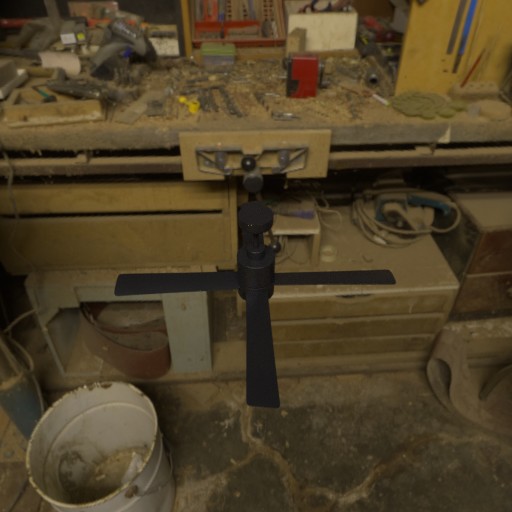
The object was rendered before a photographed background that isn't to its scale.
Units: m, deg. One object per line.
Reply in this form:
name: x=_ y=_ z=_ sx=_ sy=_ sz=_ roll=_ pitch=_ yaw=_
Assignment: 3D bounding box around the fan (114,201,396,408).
fan: x=0.000 y=0.000 z=2.315 sx=1.525 sy=0.534 sz=1.525 roll=-1 pitch=41 yaw=-1
